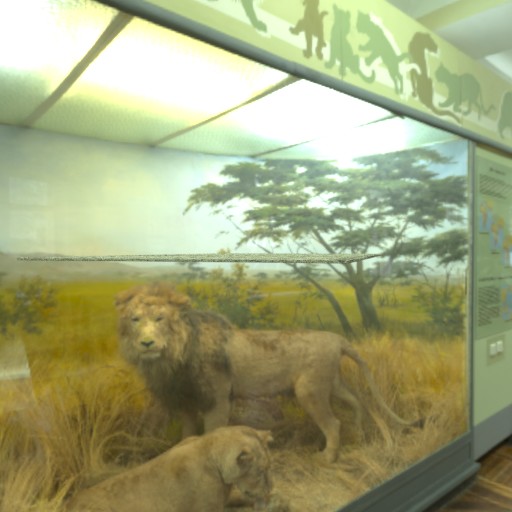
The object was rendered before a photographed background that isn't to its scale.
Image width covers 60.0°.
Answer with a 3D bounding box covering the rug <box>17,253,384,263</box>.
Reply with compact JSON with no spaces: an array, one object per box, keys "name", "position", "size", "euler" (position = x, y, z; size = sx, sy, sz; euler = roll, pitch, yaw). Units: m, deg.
[{"name":"rug","position":[0.000,0.000,4.646],"size":[2.393,0.019,3.824],"euler":[0,1,19]}]
